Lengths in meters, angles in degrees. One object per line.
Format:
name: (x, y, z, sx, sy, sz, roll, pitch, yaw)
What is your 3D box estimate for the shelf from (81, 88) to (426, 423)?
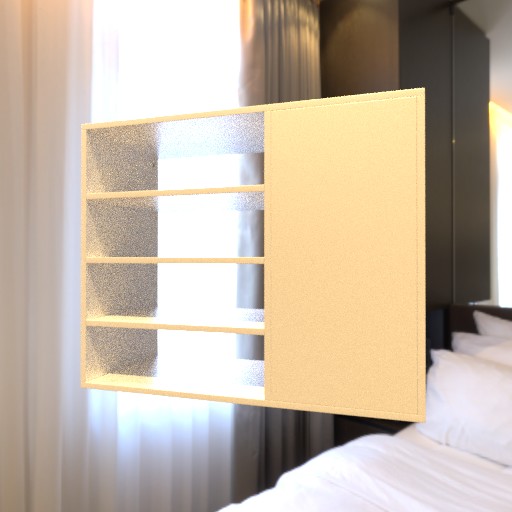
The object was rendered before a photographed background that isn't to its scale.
shelf: (0.000, 0.000, 1.288, 0.895, 0.732, 0.396, 0, 0, 17)
